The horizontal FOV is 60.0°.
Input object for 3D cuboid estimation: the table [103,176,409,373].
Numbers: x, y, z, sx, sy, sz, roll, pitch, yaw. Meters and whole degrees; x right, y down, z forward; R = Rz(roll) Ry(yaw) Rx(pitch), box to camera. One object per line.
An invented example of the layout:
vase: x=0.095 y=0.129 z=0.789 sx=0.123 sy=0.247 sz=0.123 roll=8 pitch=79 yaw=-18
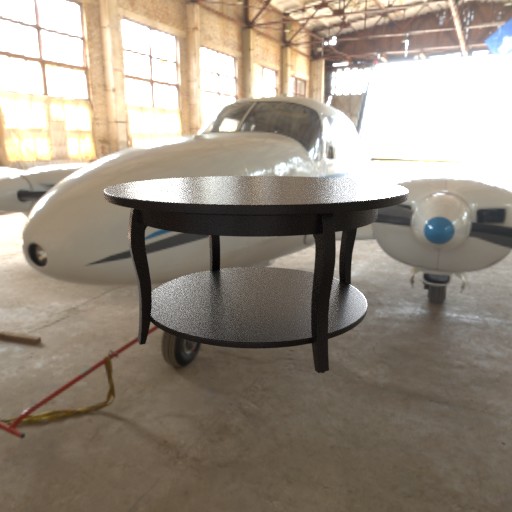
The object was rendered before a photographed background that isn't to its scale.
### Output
table: x=0.000 y=0.000 z=1.456 sx=0.914 sy=0.457 sz=0.914 roll=0 pitch=14 yaw=0
